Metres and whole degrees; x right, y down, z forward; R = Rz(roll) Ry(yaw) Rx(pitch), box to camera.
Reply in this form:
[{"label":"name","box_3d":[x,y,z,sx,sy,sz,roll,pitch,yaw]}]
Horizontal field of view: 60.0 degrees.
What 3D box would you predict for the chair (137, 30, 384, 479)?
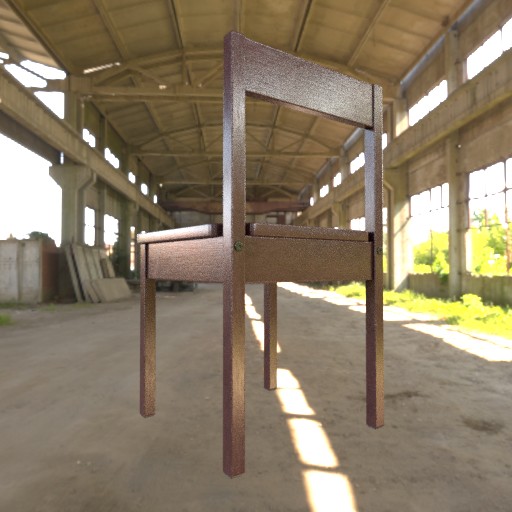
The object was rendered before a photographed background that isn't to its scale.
[{"label":"chair","box_3d":[0.000,0.000,0.904,0.367,0.668,0.361,1,-2,-37]}]
